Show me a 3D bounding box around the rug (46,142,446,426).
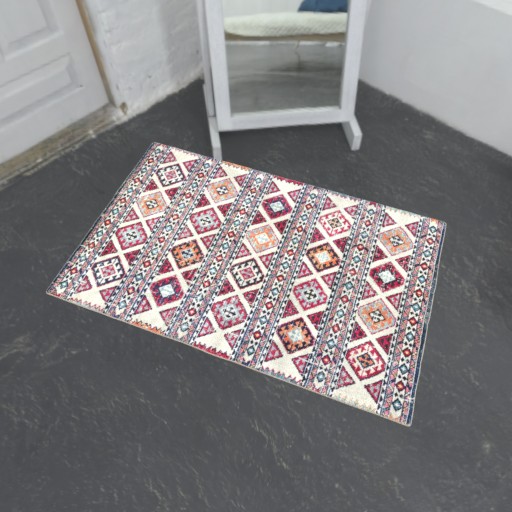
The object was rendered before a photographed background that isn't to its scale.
[{"bbox_3d":[0.000,0.000,3.117,2.440,0.010,1.545,17,59,11],"label":"rug"}]
